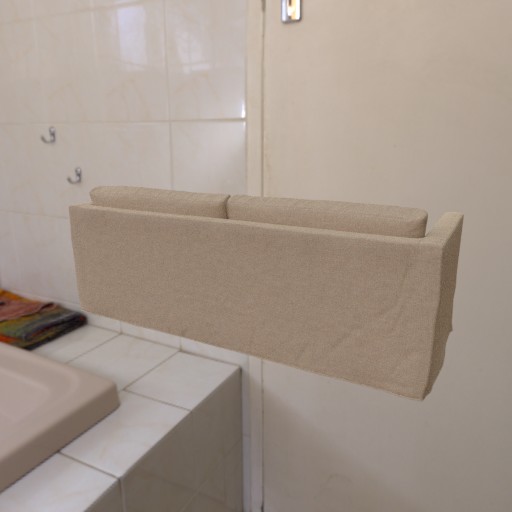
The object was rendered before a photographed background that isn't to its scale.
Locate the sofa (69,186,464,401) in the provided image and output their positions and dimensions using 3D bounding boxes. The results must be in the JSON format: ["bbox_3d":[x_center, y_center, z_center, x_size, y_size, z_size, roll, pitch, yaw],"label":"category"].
[{"bbox_3d":[0.000,0.000,2.803,2.312,0.853,0.962,8,17,28],"label":"sofa"}]
